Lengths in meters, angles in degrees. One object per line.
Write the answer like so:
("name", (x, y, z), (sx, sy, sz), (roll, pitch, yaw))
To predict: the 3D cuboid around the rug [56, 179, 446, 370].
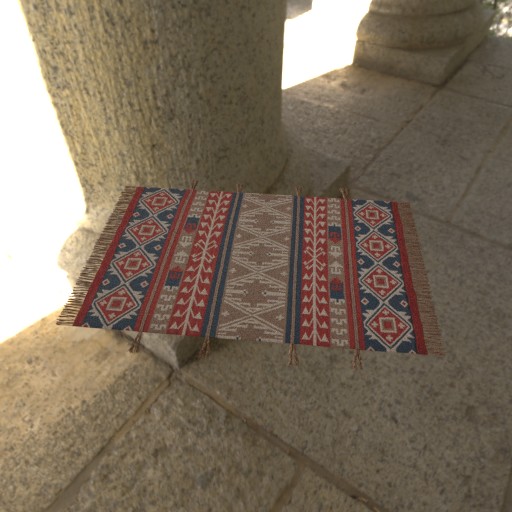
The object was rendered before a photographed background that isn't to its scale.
("rug", (0.000, 0.000, 3.244), (2.450, 0.048, 1.778), (4, 45, 4))
